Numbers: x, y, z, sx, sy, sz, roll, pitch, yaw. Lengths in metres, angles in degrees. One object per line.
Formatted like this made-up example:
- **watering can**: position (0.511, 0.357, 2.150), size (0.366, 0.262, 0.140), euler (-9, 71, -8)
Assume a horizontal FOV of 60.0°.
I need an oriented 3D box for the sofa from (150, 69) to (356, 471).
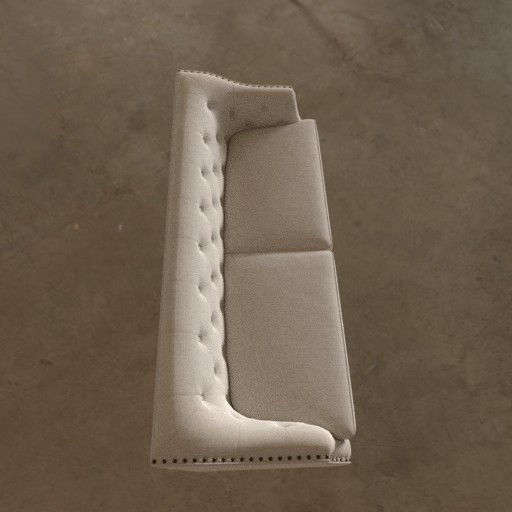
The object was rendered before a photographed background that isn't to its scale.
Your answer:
- **sofa**: position (0.000, 0.000, 2.596), size (0.914, 0.901, 2.235), euler (-2, 63, -1)
